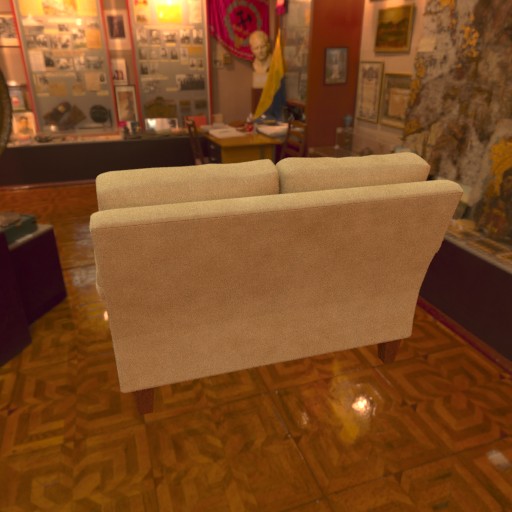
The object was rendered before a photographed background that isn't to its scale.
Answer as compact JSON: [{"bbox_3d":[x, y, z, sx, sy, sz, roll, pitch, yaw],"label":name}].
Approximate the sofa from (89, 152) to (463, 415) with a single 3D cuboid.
[{"bbox_3d":[0.000,0.000,2.246,1.498,1.087,1.086,-7,26,-15],"label":"sofa"}]
